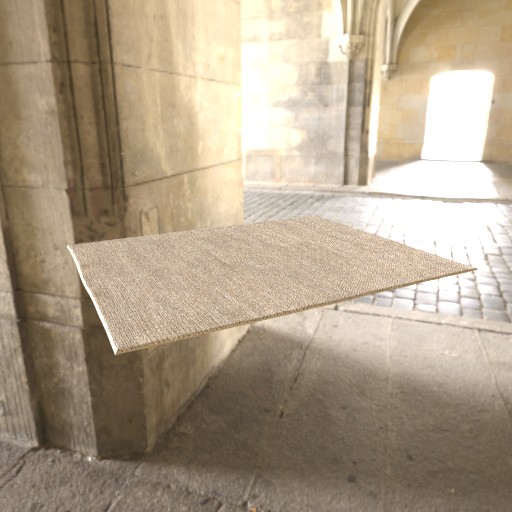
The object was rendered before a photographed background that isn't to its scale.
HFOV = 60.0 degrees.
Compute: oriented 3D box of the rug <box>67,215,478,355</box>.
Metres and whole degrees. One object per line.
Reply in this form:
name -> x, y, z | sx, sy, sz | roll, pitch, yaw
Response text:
rug -> 0.000, 0.000, 4.152 | 3.052, 0.030, 2.429 | -9, 20, -27
